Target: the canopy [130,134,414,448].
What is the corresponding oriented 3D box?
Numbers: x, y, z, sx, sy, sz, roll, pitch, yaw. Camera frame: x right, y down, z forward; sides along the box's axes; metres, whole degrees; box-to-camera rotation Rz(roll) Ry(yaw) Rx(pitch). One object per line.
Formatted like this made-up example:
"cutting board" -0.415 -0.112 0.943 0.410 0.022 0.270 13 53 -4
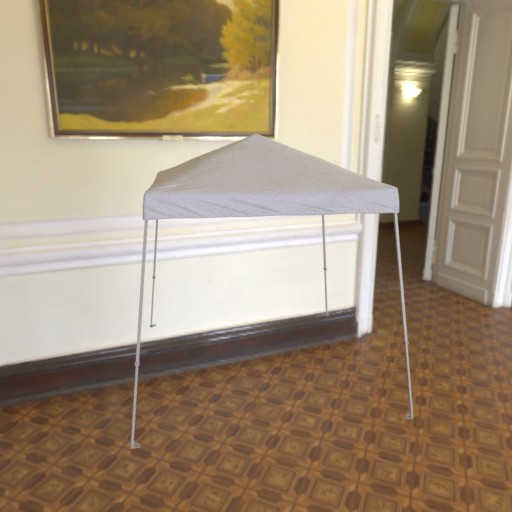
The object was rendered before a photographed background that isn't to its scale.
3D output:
"canopy" 0.000 0.000 6.765 3.600 3.600 3.599 -2 15 -9
